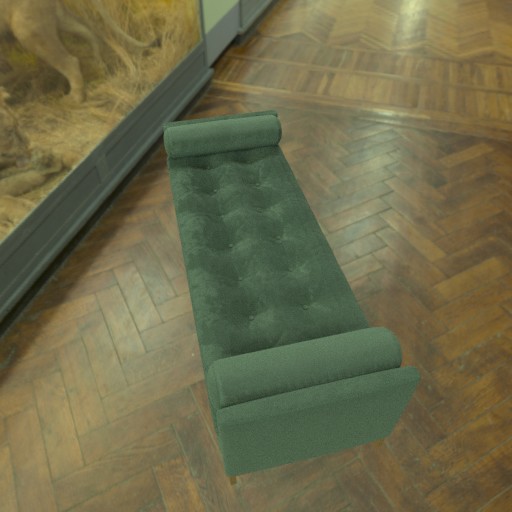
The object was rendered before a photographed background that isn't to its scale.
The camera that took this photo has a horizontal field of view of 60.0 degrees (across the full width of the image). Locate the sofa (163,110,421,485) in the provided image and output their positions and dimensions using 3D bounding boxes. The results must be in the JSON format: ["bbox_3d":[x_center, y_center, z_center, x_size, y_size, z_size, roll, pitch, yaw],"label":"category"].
[{"bbox_3d":[0.000,0.000,2.489,0.796,0.705,2.102,-10,47,-9],"label":"sofa"}]
